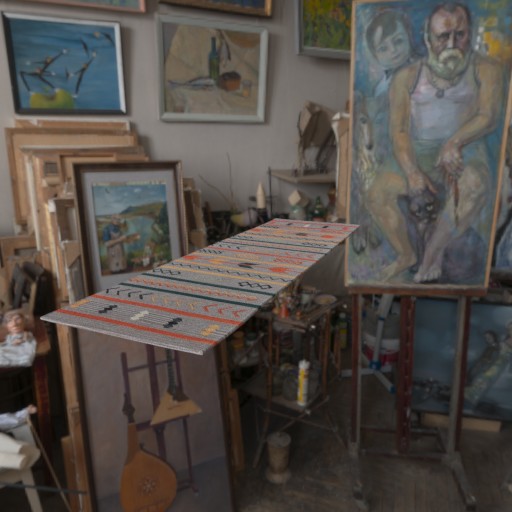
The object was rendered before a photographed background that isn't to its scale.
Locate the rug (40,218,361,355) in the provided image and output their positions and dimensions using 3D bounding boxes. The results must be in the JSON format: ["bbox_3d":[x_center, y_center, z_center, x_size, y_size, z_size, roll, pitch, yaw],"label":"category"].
[{"bbox_3d":[0.000,0.000,2.639,0.744,0.022,2.419,7,16,24],"label":"rug"}]
